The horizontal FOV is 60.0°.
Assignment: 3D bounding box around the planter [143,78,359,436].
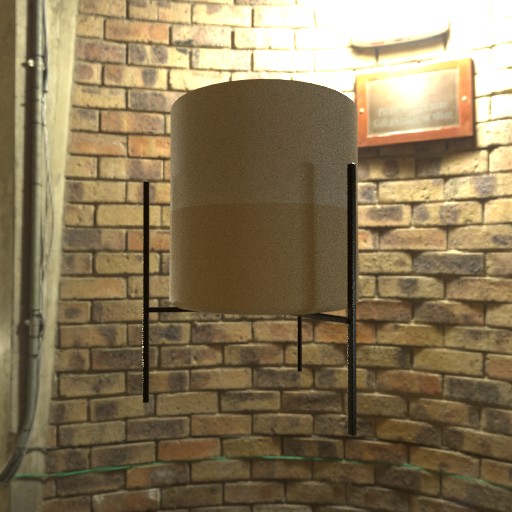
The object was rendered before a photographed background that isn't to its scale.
[{"bbox_3d":[0.000,0.000,0.551,0.267,0.362,0.263,0,-1,-18],"label":"planter"}]
